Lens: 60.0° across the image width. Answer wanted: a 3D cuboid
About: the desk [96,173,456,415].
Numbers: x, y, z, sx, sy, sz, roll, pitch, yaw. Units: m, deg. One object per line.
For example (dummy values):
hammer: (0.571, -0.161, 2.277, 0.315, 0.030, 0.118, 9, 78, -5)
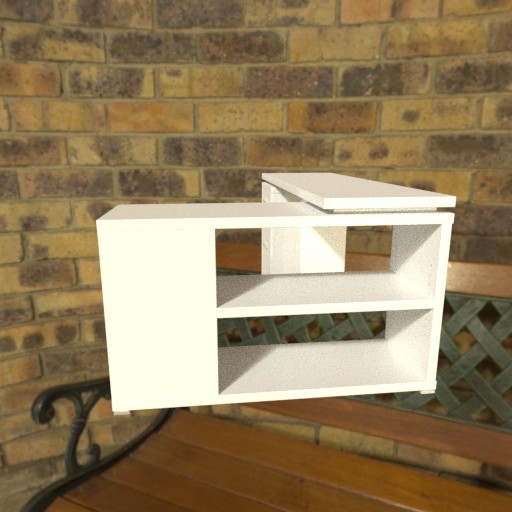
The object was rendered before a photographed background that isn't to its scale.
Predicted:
desk: (0.000, 0.000, 2.274, 1.200, 0.753, 1.524, -2, 14, -7)
